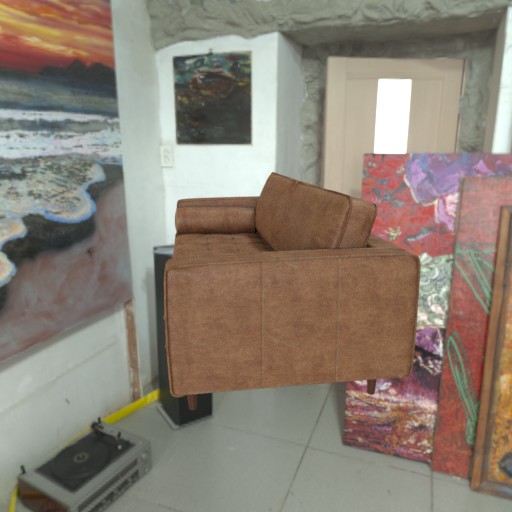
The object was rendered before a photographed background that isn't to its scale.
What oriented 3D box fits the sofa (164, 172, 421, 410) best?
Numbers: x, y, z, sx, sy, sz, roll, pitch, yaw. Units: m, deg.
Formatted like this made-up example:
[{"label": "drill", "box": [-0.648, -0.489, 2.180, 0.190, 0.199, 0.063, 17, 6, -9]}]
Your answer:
[{"label": "sofa", "box": [0.000, 0.000, 2.453, 0.924, 0.825, 1.920, -2, 14, -8]}]
